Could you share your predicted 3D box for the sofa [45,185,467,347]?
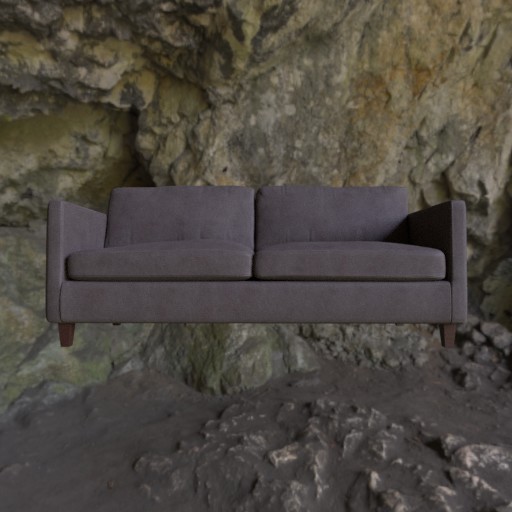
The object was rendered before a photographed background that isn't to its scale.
[{"bbox_3d":[0.000,0.000,2.736,2.208,0.965,0.951,0,-1,1],"label":"sofa"}]
